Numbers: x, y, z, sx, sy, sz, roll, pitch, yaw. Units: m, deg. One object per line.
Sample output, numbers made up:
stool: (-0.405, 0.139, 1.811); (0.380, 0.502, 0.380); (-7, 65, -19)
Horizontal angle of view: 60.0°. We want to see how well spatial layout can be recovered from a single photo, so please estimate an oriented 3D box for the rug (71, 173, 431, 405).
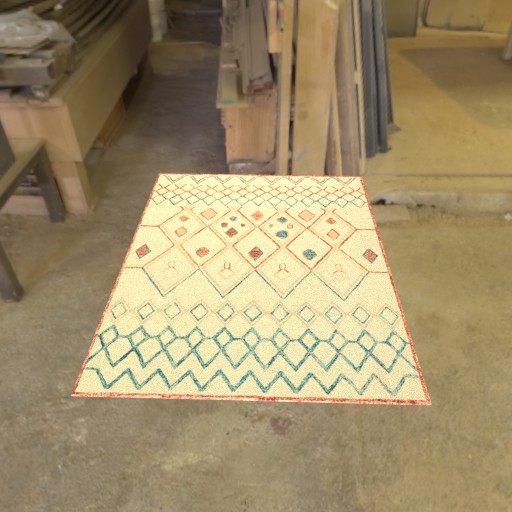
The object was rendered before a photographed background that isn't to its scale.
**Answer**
rug: (0.000, 0.000, 4.164); (2.441, 0.016, 3.050); (1, 40, 1)
